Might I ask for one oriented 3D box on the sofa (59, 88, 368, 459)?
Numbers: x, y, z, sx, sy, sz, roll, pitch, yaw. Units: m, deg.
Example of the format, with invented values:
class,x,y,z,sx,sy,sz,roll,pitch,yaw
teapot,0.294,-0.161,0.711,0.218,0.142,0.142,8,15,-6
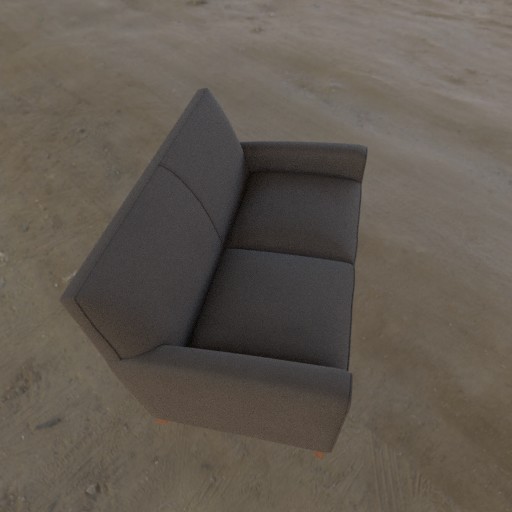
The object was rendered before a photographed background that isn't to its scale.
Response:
class,x,y,z,sx,sy,sz,roll,pitch,yaw
sofa,0.000,0.000,1.949,0.871,0.846,1.420,9,46,8
